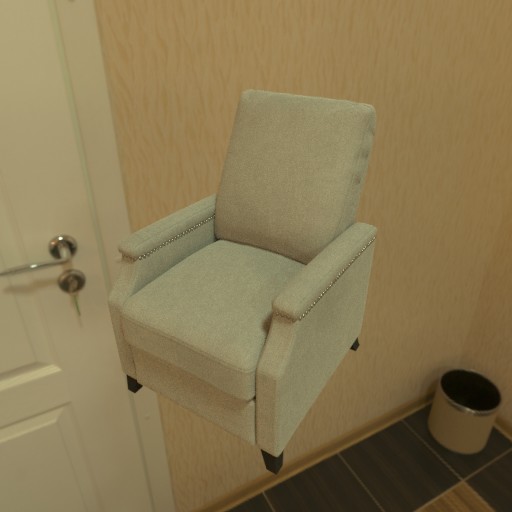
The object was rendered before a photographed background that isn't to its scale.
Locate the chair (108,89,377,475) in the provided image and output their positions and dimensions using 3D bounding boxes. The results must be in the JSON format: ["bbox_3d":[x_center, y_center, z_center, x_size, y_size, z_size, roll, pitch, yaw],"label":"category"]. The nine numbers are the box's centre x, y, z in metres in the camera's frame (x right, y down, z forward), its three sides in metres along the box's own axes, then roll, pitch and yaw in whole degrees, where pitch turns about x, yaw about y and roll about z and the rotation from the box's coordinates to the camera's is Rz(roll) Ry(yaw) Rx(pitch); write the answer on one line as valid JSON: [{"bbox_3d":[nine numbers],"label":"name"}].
[{"bbox_3d":[0.000,0.000,1.656,0.710,1.049,0.922,18,35,28],"label":"chair"}]
